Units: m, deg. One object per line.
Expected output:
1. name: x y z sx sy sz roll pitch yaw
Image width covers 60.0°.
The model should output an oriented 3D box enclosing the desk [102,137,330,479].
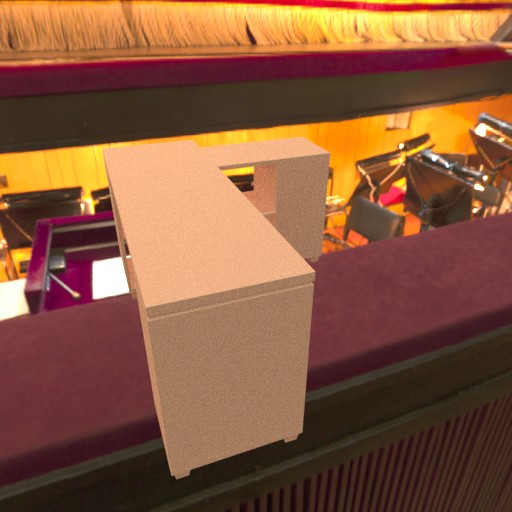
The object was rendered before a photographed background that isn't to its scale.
1. desk: 0.000 0.000 2.151 1.199 0.759 1.524 -11 32 -18
